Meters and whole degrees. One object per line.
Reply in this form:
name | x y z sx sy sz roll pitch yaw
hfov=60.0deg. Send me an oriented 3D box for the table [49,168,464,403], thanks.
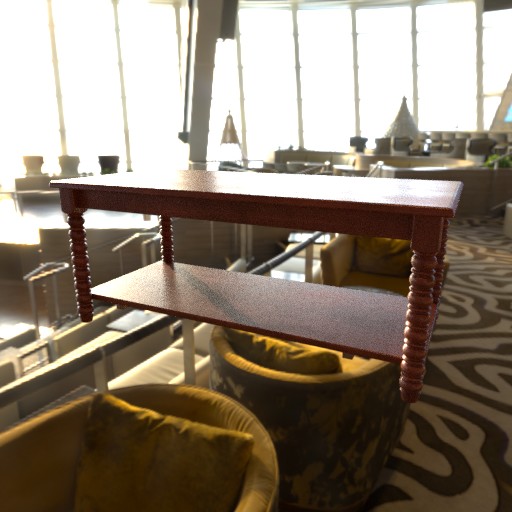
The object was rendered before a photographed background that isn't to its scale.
table | 0.000 0.000 1.452 1.171 0.485 0.580 7 17 25
